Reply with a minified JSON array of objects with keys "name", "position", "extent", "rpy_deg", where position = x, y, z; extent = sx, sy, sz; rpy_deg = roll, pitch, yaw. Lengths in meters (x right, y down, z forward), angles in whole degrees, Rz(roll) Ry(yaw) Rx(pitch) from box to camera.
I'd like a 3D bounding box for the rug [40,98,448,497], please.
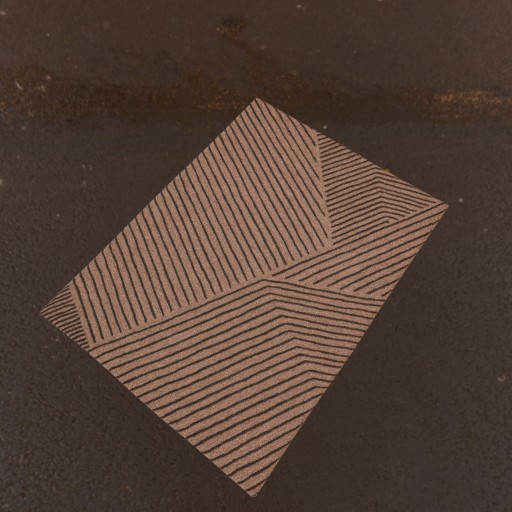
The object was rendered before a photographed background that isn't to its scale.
[{"name":"rug","position":[0.000,0.000,3.174],"extent":[1.829,0.028,2.449],"rpy_deg":[34,69,15]}]
